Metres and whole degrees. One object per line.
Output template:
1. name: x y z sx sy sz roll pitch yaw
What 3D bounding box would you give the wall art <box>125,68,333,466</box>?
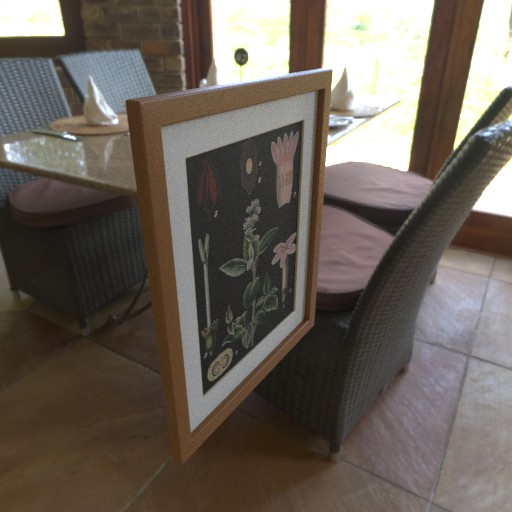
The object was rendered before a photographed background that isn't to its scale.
1. wall art: 0.000 0.000 0.741 0.021 0.550 0.449 18 32 30
